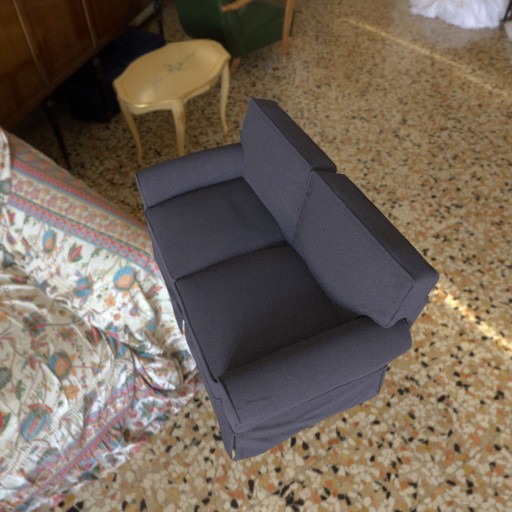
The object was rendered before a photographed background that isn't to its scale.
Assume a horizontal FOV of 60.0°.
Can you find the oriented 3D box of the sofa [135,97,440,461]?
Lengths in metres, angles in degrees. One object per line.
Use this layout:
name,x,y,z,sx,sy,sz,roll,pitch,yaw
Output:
sofa,0.000,0.000,2.499,0.997,1.059,1.801,-18,49,-16
